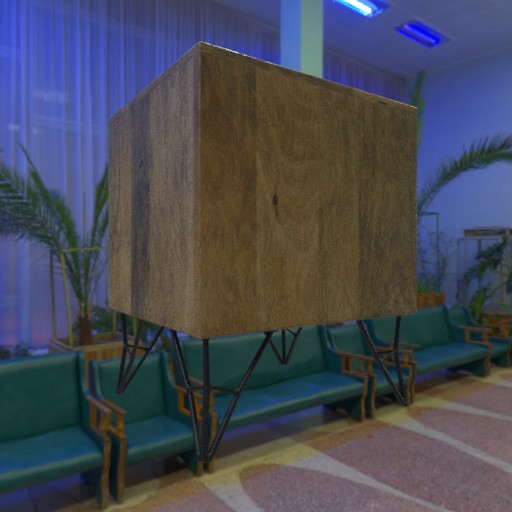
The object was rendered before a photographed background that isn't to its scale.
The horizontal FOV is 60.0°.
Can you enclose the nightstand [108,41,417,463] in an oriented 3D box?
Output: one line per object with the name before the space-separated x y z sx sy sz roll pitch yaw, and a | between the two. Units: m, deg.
nightstand | 0.000 0.000 0.869 0.457 0.559 0.406 0 0 -35
